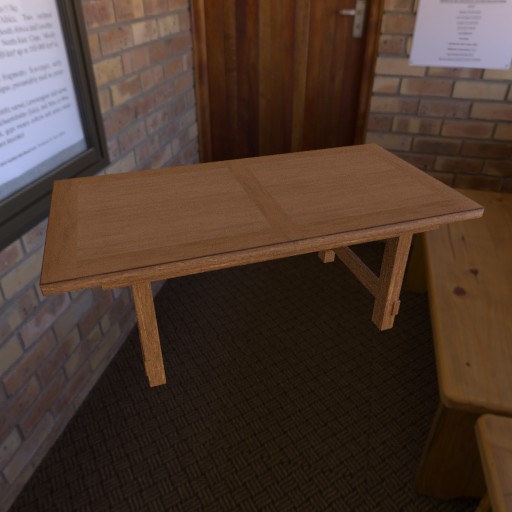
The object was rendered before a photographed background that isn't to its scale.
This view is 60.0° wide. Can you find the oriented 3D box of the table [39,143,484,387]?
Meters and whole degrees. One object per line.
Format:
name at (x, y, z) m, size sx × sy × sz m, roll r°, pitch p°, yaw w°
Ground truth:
table at (0.000, 0.000, 2.466) m, size 1.982 × 0.762 × 1.000 m, roll -10°, pitch 34°, yaw -15°
